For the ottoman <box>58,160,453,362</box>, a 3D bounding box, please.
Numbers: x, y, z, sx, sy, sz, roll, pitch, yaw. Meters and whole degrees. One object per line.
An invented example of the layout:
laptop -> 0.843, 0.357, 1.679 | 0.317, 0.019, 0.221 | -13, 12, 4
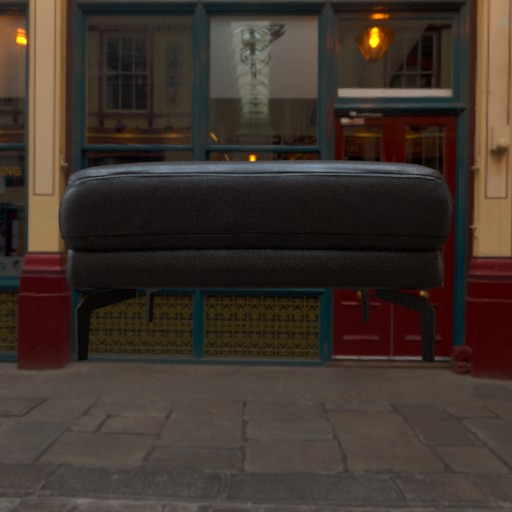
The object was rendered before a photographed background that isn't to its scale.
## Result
ottoman -> 0.000, 0.000, 1.092 | 0.764, 0.402, 0.570 | 0, 0, 1
